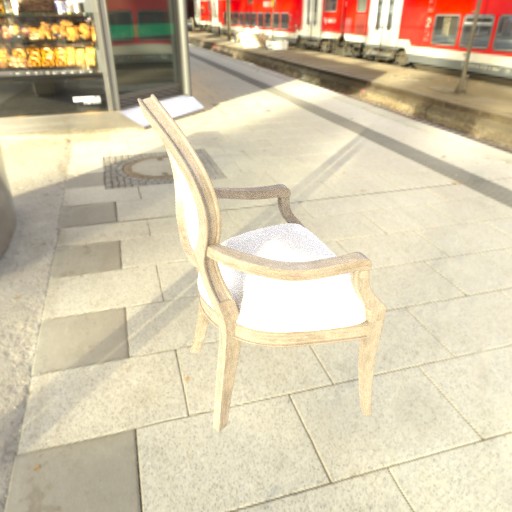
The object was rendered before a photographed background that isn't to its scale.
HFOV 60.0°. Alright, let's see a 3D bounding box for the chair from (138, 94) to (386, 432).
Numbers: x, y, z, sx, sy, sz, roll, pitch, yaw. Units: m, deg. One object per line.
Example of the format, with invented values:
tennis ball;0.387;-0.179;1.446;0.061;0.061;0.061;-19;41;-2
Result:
chair;0.000;0.000;1.394;0.602;0.991;0.611;-9;30;-16
